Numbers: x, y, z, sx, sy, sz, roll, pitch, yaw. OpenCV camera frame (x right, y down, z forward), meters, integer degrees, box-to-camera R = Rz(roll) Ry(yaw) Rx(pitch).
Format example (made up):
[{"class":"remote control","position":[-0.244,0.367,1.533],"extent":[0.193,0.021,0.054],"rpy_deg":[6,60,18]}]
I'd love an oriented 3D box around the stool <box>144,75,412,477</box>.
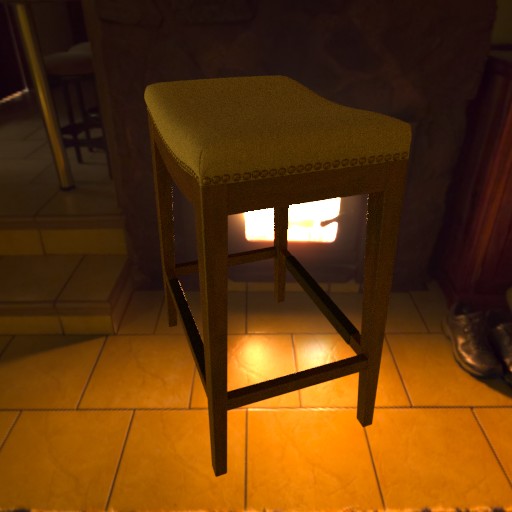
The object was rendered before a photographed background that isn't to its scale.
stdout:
[{"class":"stool","position":[0.000,0.000,0.956],"extent":[0.356,0.660,0.508],"rpy_deg":[-11,32,-17]}]
